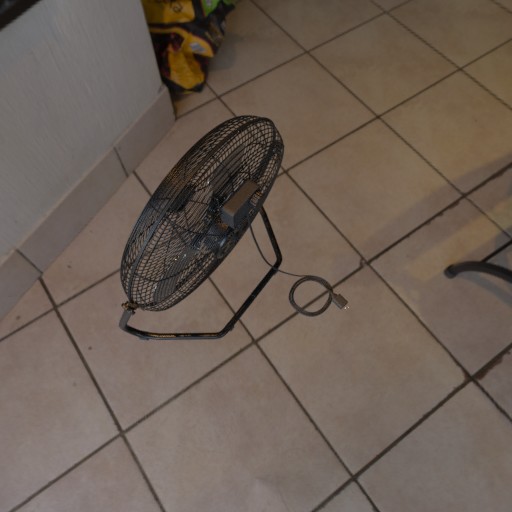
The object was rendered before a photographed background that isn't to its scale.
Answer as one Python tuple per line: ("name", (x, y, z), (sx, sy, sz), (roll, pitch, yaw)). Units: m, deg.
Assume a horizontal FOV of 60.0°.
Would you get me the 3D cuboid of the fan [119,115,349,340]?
("fan", (0.000, 0.000, 0.955), (0.424, 0.546, 0.555), (33, 68, 15))
